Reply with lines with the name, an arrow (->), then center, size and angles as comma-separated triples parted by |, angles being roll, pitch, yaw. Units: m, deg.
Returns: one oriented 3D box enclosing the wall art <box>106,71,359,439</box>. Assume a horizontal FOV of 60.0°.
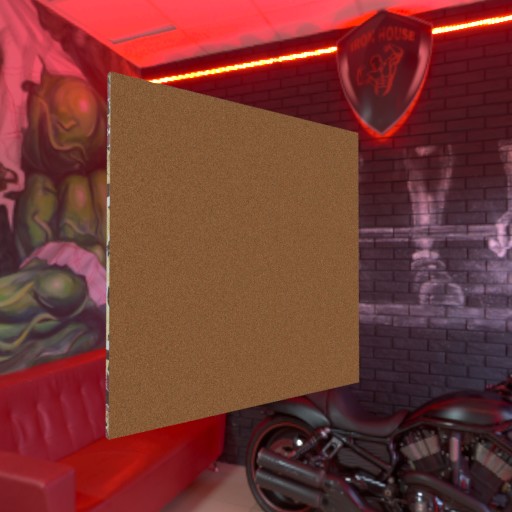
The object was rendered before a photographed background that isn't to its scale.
wall art -> 0.000, 0.000, 0.610 | 0.404, 0.406, 0.010 | 1, -1, -35
